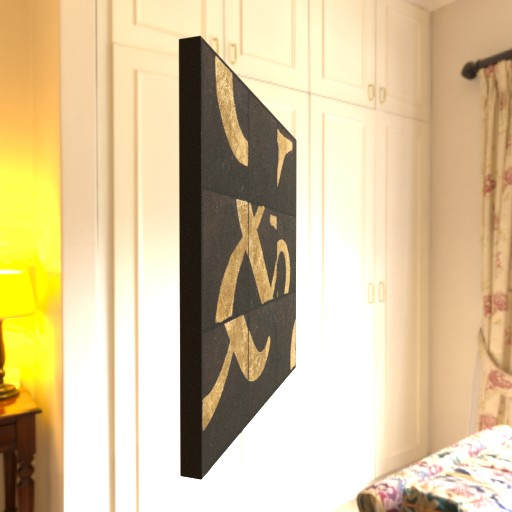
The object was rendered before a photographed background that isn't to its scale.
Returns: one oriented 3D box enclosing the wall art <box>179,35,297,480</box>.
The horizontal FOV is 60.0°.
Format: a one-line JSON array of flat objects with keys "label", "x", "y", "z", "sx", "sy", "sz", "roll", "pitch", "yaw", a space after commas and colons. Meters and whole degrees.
[{"label": "wall art", "x": 0.000, "y": 0.000, "z": 1.123, "sx": 0.044, "sy": 0.758, "sz": 0.758, "roll": 0, "pitch": 1, "yaw": 18}]
